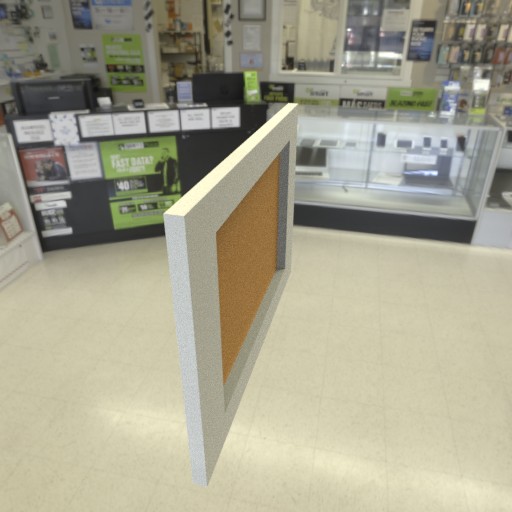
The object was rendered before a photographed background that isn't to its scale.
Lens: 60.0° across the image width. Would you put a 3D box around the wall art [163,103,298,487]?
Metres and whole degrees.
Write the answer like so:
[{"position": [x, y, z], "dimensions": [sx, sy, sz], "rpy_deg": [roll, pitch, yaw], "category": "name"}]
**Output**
[{"position": [0.000, 0.000, 1.165], "dimensions": [0.033, 0.617, 0.906], "rpy_deg": [7, 30, 13], "category": "wall art"}]
